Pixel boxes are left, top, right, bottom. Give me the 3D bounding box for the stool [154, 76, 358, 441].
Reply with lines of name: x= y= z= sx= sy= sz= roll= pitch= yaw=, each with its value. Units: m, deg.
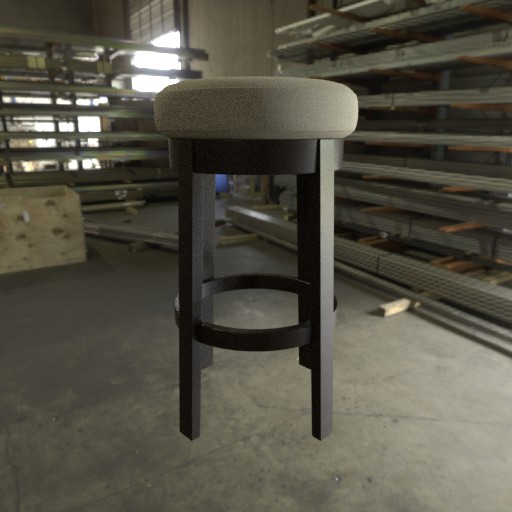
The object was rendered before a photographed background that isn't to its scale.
stool: x=0.000 y=0.000 z=1.039 sx=0.446 sy=0.758 sz=0.446 roll=0 pitch=16 yaw=0
